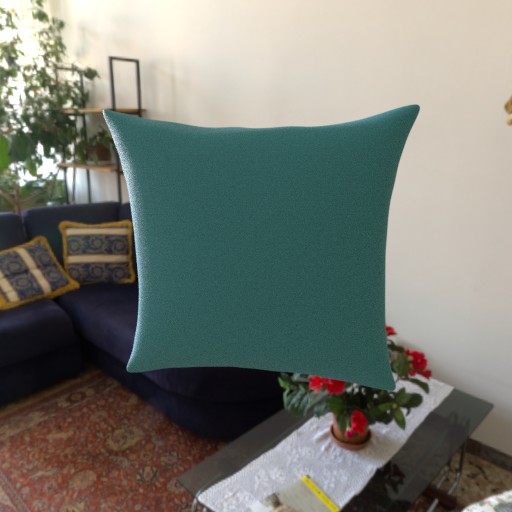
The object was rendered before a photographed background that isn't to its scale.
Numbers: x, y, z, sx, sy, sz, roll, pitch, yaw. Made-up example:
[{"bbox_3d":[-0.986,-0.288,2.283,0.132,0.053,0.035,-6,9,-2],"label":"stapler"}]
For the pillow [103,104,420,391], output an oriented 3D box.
[{"bbox_3d":[0.000,0.000,0.772,0.514,0.497,0.150,2,17,7],"label":"pillow"}]
